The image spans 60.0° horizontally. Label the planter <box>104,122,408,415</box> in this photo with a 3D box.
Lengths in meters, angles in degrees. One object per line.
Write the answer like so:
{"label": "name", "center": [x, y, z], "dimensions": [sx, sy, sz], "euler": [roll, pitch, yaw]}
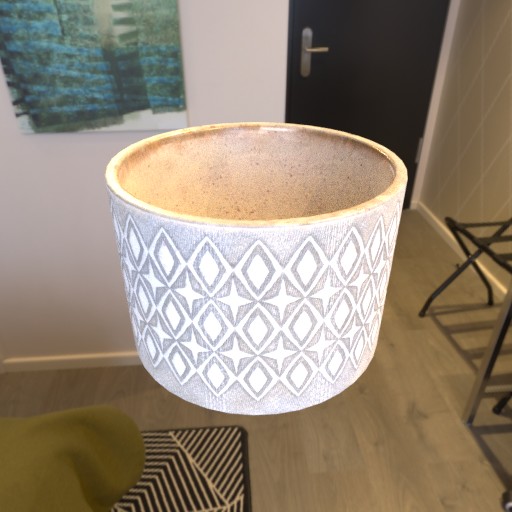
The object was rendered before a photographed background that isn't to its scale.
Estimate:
{"label": "planter", "center": [0.000, 0.000, 0.320], "dimensions": [0.186, 0.144, 0.186], "euler": [0, 31, 0]}
